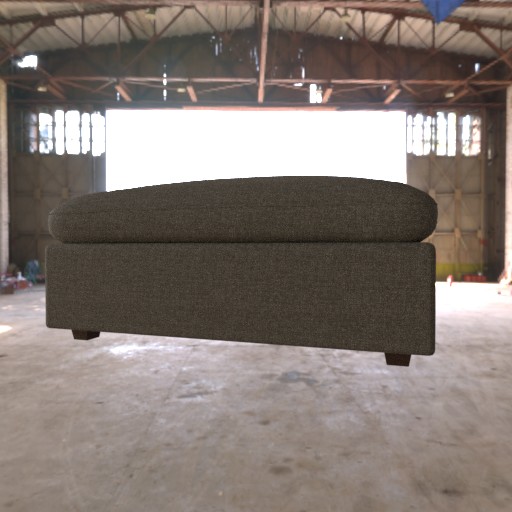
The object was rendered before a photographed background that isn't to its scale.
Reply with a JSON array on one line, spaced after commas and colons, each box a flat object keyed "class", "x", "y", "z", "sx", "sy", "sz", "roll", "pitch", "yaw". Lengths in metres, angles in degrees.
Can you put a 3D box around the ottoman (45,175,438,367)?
[{"class": "ottoman", "x": 0.000, "y": 0.000, "z": 1.420, "sx": 1.041, "sy": 0.483, "sz": 0.711, "roll": 0, "pitch": 1, "yaw": 19}]
